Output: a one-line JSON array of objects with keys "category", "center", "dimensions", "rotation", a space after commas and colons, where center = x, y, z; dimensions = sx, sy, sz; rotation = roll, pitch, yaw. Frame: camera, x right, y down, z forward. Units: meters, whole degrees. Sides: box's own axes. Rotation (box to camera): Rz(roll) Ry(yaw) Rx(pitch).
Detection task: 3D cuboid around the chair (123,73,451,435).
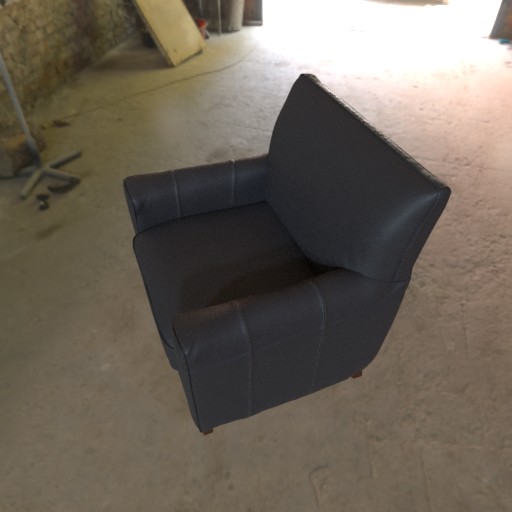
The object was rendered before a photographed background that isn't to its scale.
[{"category": "chair", "center": [0.000, 0.000, 1.634], "dimensions": [0.825, 0.943, 0.870], "rotation": [-16, 47, -16]}]
